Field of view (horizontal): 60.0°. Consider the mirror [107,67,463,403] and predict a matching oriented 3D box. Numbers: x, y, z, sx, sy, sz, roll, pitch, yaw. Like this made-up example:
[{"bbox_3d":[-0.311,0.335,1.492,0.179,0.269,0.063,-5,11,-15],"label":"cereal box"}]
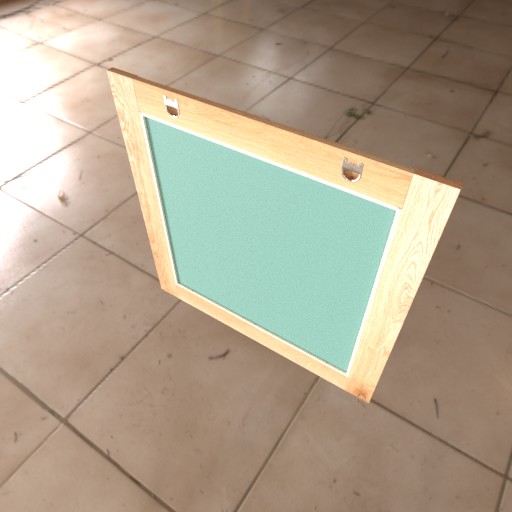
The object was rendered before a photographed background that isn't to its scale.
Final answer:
[{"bbox_3d":[0.000,0.000,1.164,0.800,0.800,0.020,25,52,21],"label":"mirror"}]
